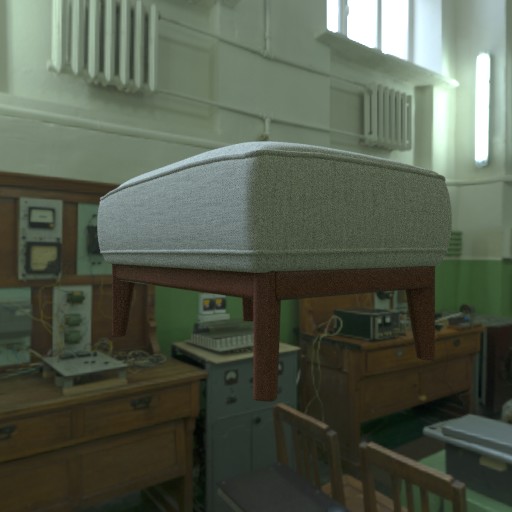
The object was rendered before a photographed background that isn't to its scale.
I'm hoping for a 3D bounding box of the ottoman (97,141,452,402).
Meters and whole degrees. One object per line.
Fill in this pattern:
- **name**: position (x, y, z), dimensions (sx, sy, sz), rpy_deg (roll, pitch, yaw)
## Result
- **ottoman**: position (0.000, 0.000, 1.158), dimensions (0.594, 0.465, 0.794), rpy_deg (0, 1, -37)
